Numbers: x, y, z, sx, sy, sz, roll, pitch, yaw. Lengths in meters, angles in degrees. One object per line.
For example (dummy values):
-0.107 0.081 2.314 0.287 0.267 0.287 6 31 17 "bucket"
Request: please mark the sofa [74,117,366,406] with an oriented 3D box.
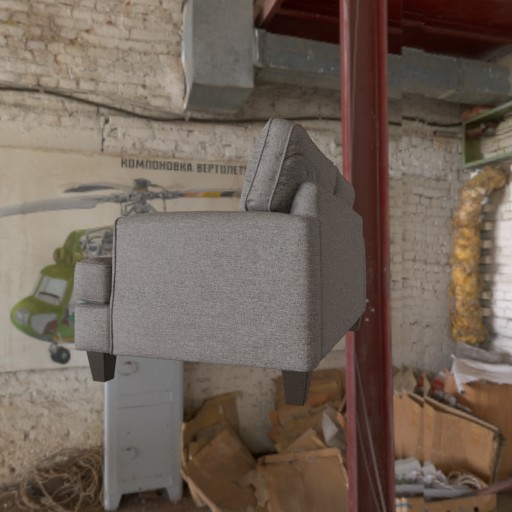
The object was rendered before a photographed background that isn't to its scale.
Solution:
0.000 0.000 2.293 0.965 0.965 1.651 0 0 19 "sofa"
